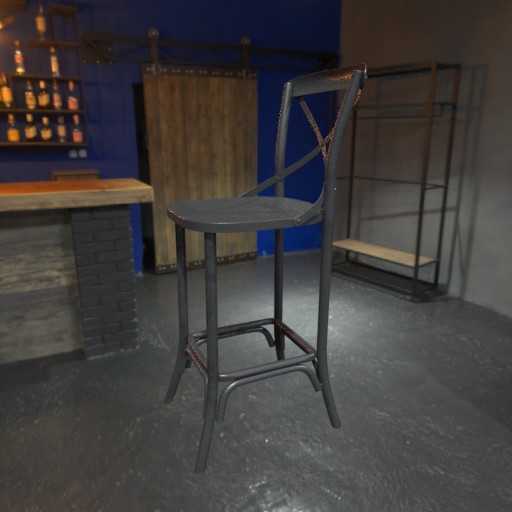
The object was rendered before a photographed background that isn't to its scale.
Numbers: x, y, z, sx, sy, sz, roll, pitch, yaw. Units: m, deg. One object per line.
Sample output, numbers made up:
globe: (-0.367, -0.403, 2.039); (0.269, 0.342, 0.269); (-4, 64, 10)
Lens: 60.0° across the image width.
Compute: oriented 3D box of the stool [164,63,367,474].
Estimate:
stool: (0.000, 0.000, 1.451); (0.584, 1.168, 0.457); (-7, 17, -24)
